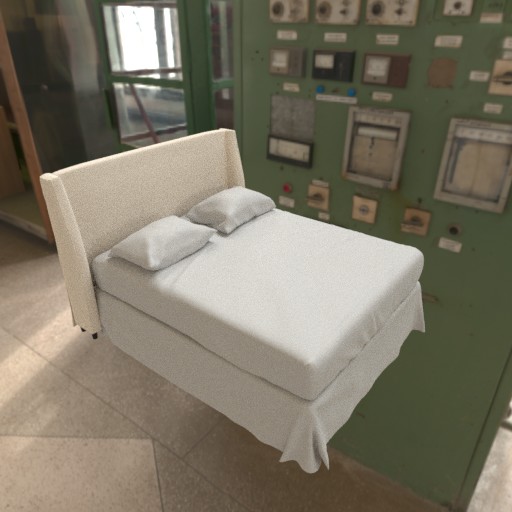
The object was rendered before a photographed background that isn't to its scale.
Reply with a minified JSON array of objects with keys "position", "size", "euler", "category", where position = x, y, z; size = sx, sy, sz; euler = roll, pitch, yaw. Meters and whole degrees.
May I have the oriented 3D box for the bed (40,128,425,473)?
[{"position":[0.000,0.000,3.348],"size":[2.276,1.332,1.925],"euler":[20,34,33],"category":"bed"}]
